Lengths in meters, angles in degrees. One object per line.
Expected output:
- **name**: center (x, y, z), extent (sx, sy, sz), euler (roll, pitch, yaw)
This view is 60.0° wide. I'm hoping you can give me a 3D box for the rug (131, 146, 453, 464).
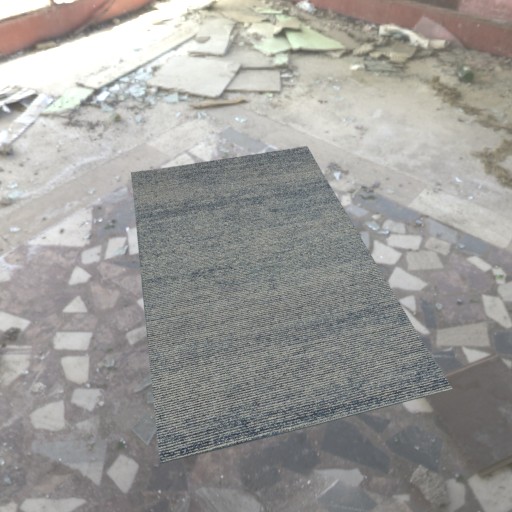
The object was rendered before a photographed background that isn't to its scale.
- **rug**: center (0.000, 0.000, 2.229), extent (1.145, 0.021, 1.777), euler (-10, 47, -10)
